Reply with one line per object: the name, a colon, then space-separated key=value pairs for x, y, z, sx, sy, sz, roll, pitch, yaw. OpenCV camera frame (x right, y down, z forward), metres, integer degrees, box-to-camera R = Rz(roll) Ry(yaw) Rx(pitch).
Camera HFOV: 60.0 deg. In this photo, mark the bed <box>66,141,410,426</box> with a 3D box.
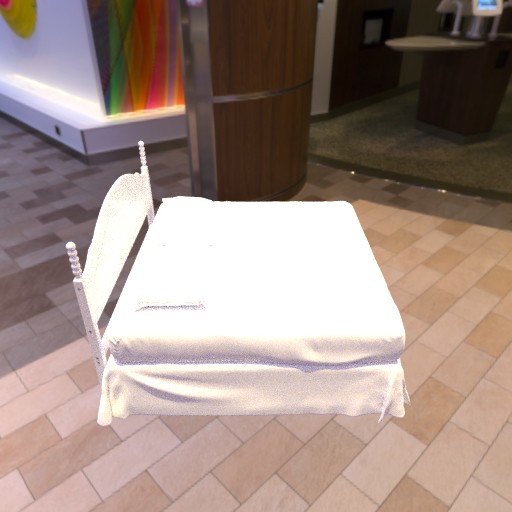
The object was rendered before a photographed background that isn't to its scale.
bed: x=0.000 y=0.000 z=3.692 sx=2.219 sy=1.355 sz=2.322 roll=0 pitch=32 yaw=0
